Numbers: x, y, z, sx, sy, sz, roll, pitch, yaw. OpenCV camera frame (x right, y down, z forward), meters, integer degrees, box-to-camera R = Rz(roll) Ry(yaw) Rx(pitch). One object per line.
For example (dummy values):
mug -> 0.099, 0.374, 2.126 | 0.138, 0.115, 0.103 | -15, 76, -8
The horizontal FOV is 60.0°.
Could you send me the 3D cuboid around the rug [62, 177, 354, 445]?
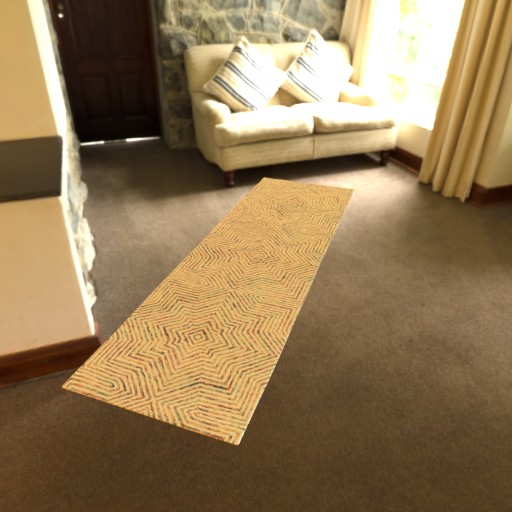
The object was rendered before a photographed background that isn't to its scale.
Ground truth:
rug -> 0.000, 0.000, 2.642 | 0.771, 0.009, 2.443 | 11, 33, 17
